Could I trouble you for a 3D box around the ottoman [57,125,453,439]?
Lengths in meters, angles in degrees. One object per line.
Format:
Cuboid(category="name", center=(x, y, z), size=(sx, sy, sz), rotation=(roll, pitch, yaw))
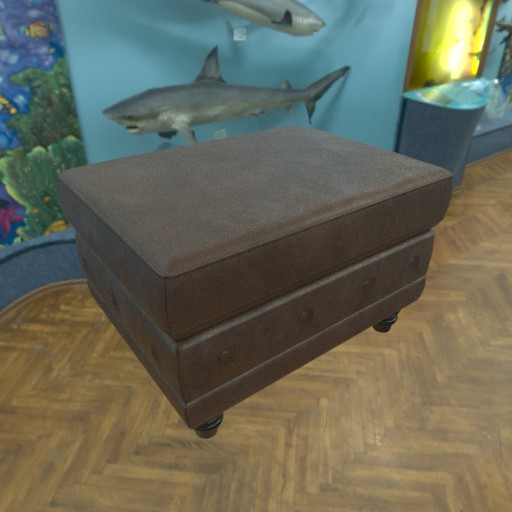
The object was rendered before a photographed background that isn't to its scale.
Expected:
Cuboid(category="ottoman", center=(0.000, 0.000, 1.179), size=(0.795, 0.509, 0.588), rotation=(-21, 36, -31))
